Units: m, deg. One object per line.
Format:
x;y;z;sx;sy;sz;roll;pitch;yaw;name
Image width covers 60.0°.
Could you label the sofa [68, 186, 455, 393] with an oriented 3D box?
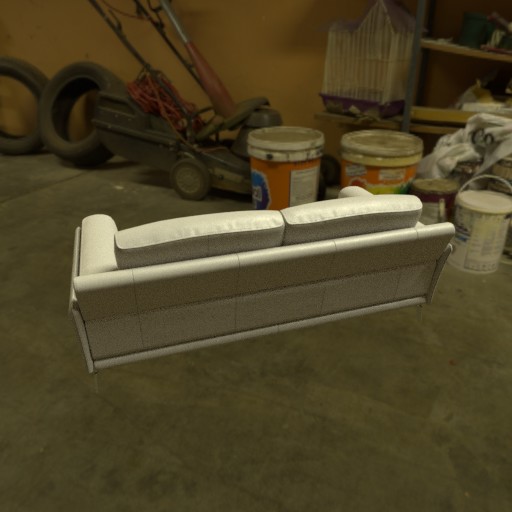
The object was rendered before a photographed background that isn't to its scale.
0.000;0.000;2.742;2.101;0.930;1.049;-9;28;-16;sofa
